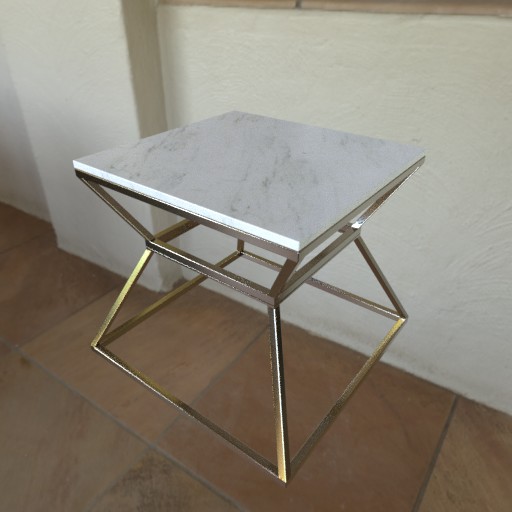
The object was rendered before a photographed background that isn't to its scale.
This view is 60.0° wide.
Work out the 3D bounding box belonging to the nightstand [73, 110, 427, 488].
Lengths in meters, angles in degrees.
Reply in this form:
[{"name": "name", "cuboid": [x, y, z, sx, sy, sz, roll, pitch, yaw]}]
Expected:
[{"name": "nightstand", "cuboid": [0.000, 0.000, 0.899, 0.513, 0.426, 0.514, 22, 38, 31]}]
